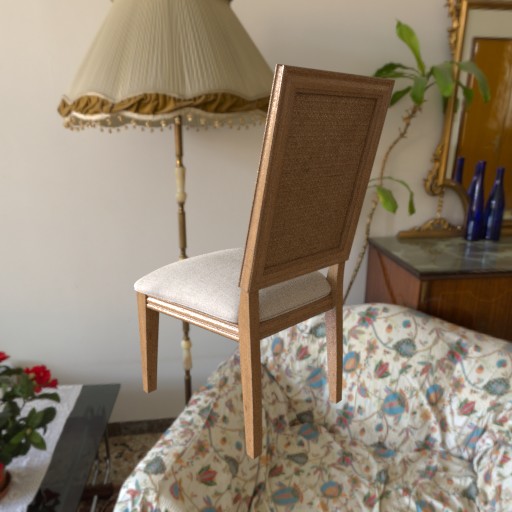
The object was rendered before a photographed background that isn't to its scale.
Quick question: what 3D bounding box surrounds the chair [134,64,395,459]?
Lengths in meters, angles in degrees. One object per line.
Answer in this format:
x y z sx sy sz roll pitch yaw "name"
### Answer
0.000 0.000 1.341 0.536 0.988 0.601 -15 22 -41 "chair"
